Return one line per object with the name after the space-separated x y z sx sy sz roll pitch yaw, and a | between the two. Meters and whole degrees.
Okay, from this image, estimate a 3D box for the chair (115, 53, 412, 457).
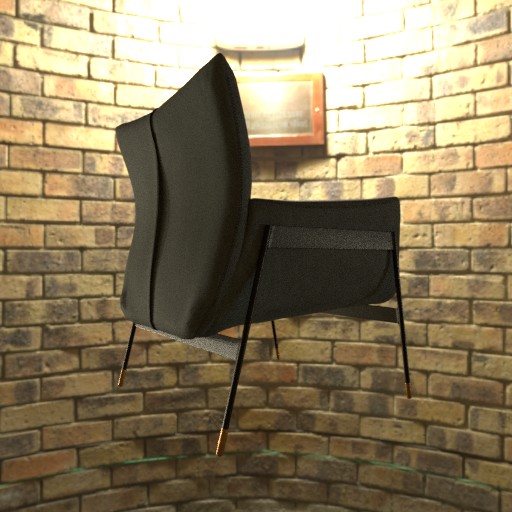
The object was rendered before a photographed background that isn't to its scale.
0.000 0.000 1.390 0.709 0.858 0.678 0 0 -36 | chair
